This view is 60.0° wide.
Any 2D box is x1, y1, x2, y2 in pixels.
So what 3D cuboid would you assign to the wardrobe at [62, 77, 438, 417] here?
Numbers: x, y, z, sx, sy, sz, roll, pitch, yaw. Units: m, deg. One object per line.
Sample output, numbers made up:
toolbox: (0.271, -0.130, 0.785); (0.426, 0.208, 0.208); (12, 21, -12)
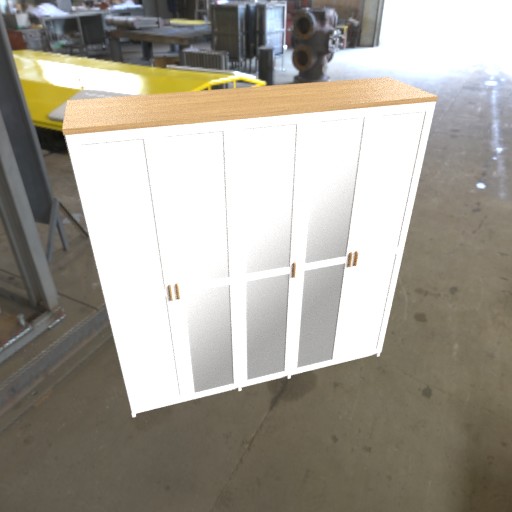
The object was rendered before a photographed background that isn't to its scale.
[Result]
wardrobe: (0.000, 0.000, 3.280); (2.160, 2.260, 0.590); (-10, 35, -14)
